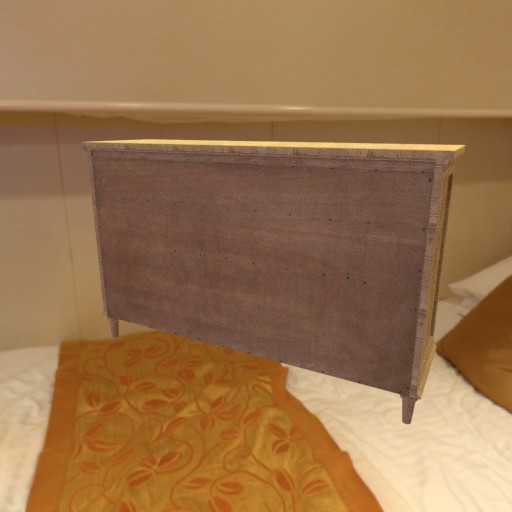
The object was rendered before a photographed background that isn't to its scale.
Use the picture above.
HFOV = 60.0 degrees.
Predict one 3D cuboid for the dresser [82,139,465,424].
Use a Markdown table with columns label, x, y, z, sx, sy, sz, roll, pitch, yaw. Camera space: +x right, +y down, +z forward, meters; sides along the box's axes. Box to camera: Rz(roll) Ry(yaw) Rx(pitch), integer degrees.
| label | x | y | z | sx | sy | sz | roll | pitch | yaw |
| --- | --- | --- | --- | --- | --- | --- | --- | --- | --- |
| dresser | 0.000 | 0.000 | 2.062 | 1.626 | 1.016 | 0.457 | 9 | 18 | 27 |
